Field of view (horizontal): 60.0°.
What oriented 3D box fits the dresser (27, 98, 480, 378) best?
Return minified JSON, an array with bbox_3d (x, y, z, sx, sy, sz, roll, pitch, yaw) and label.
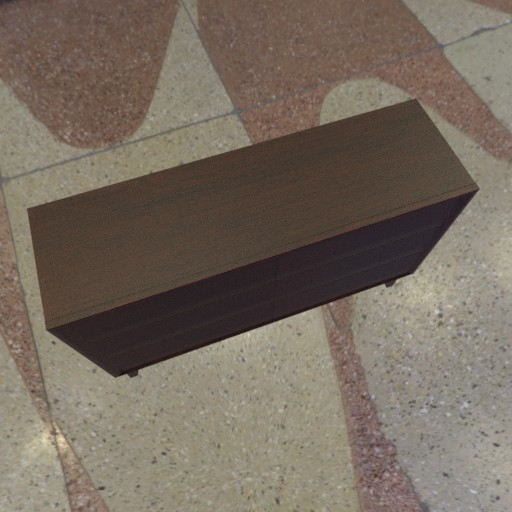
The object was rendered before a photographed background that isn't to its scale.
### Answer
[{"bbox_3d":[0.000,0.000,2.080,1.609,0.971,0.499,-18,65,-9],"label":"dresser"}]
